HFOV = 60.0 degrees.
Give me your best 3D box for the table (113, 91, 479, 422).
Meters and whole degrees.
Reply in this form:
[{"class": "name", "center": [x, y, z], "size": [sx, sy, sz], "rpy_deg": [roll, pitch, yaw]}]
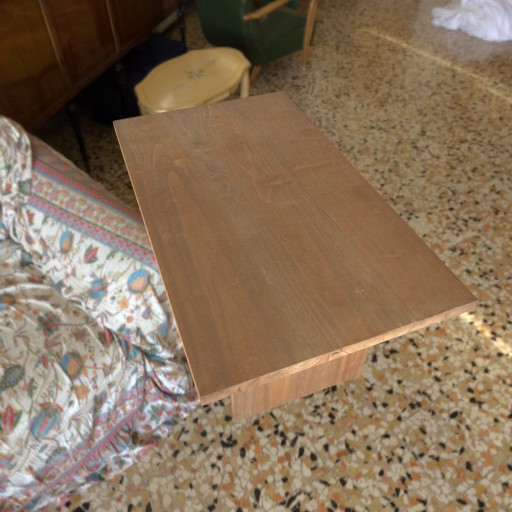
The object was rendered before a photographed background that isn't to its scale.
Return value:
[{"class": "table", "center": [0.000, 0.000, 2.135], "size": [0.946, 0.780, 1.609], "rpy_deg": [-15, 48, -14]}]
